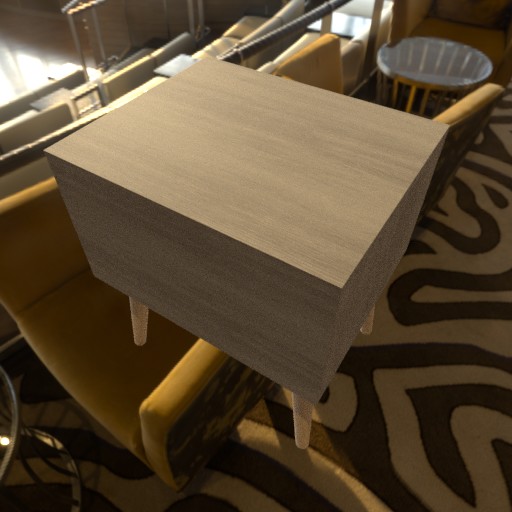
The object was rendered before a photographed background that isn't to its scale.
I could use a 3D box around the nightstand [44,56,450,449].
[{"bbox_3d":[0.000,0.000,0.816,0.450,0.500,0.380,25,51,22],"label":"nightstand"}]
